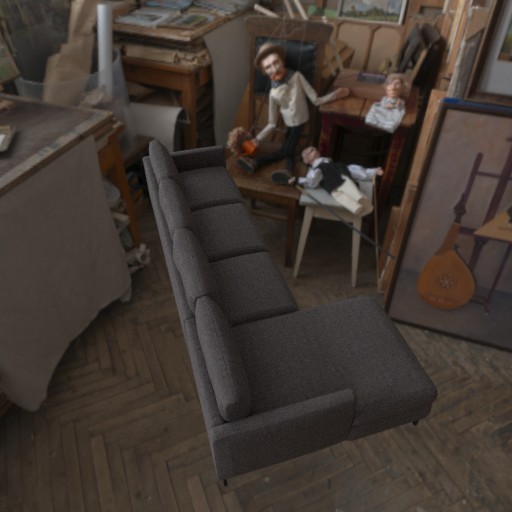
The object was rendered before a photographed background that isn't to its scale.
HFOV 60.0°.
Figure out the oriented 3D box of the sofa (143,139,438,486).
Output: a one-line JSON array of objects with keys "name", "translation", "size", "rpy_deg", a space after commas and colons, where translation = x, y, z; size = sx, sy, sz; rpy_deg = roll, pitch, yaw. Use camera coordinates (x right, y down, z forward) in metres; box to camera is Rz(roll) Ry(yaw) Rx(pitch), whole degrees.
[{"name": "sofa", "translation": [0.000, 0.000, 3.209], "size": [1.258, 0.754, 2.731], "rpy_deg": [-12, 44, -13]}]
